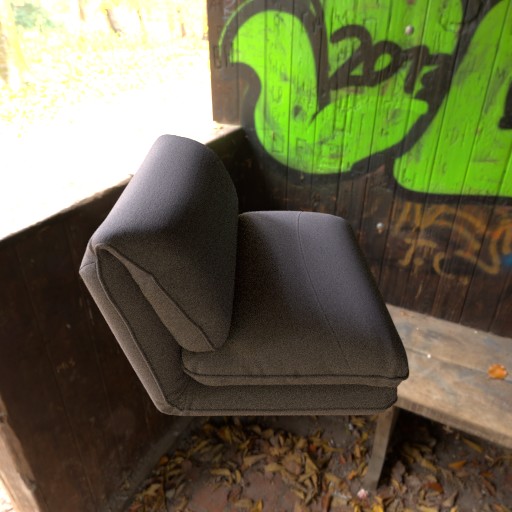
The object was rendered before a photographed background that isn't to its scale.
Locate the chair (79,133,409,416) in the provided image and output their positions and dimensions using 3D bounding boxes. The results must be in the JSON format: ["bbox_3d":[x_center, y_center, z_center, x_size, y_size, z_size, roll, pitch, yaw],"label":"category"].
[{"bbox_3d":[0.000,0.000,1.377,0.780,0.580,0.820,0,31,-1],"label":"chair"}]
